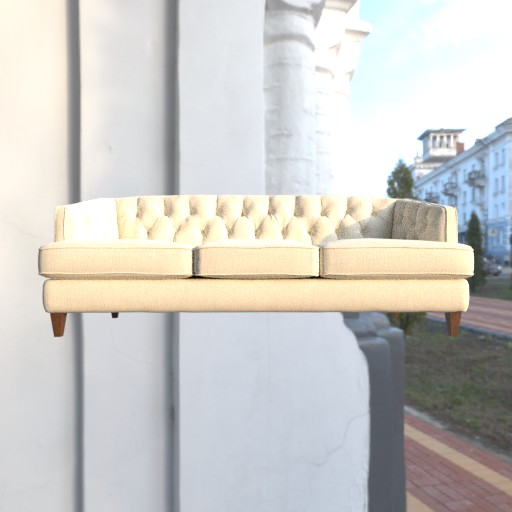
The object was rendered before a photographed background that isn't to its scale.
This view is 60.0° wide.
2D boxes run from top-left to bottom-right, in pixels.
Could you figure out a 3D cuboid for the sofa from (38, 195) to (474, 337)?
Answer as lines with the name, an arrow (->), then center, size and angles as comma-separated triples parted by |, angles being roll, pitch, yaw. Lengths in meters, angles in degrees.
sofa -> 0.000, 0.000, 2.719 | 2.278, 0.855, 0.941 | 0, 0, 0
